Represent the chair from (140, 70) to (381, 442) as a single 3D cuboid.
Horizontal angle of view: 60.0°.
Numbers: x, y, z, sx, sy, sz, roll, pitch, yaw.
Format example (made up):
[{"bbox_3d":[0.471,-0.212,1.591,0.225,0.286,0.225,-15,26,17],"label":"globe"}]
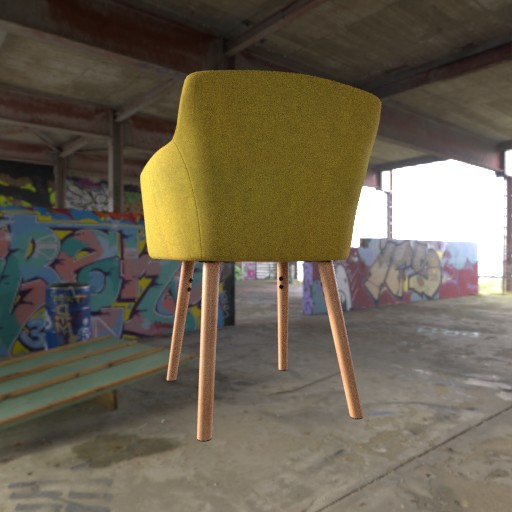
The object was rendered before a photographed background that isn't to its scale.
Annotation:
[{"bbox_3d":[0.000,0.000,1.194,0.570,0.780,0.570,0,0,-19],"label":"chair"}]
